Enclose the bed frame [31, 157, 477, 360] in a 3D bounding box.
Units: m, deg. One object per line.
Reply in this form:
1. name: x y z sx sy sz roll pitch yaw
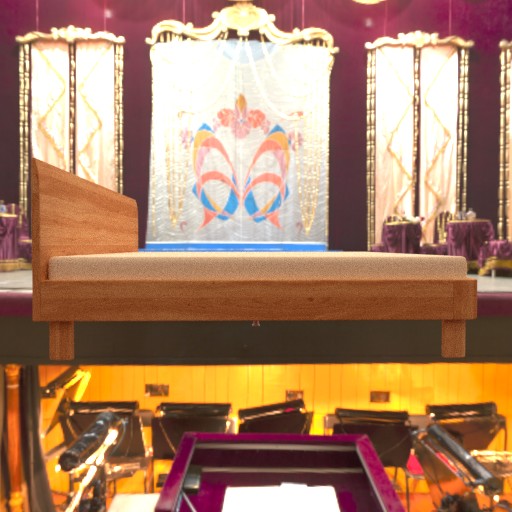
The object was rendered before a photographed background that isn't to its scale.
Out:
1. bed frame: 0.000 0.000 2.982 2.092 0.940 1.872 0 1 -1
